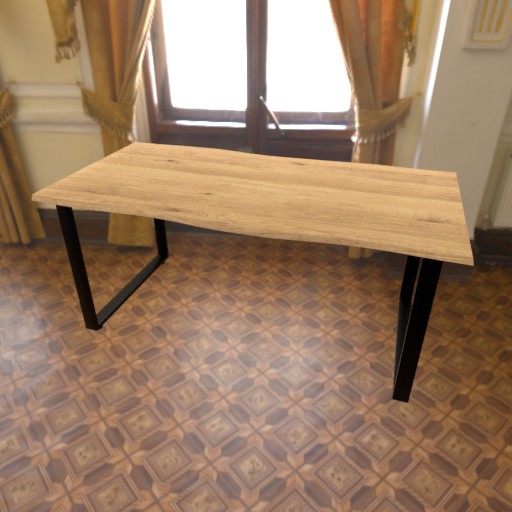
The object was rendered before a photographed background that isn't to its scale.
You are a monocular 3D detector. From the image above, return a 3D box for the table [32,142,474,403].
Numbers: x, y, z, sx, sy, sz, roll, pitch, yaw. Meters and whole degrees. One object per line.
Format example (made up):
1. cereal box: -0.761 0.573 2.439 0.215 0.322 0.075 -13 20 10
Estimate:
1. table: 0.000 0.000 2.250 1.800 0.780 0.900 9 32 15
